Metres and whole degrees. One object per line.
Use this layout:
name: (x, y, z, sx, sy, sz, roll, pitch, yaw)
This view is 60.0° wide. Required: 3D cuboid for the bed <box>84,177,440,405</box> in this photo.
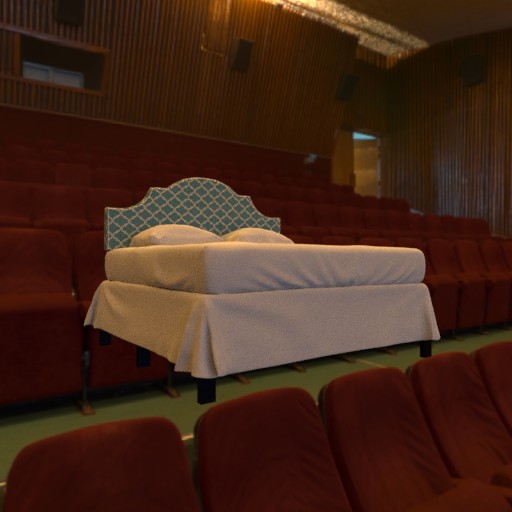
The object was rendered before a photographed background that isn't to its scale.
bed: (0.000, 0.000, 3.771, 2.314, 1.601, 2.222, 0, 0, -34)
